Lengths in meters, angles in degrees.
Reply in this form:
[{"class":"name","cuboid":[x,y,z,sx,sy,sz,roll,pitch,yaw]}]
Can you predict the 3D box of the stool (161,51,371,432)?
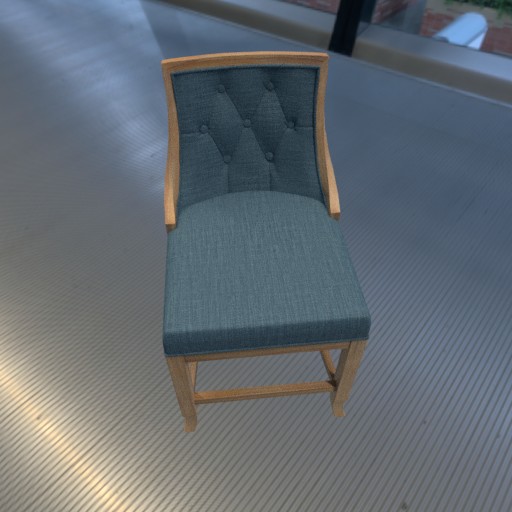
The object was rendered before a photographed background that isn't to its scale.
[{"class":"stool","cuboid":[0.000,0.000,1.309,0.524,0.938,0.626,-4,47,-4]}]
